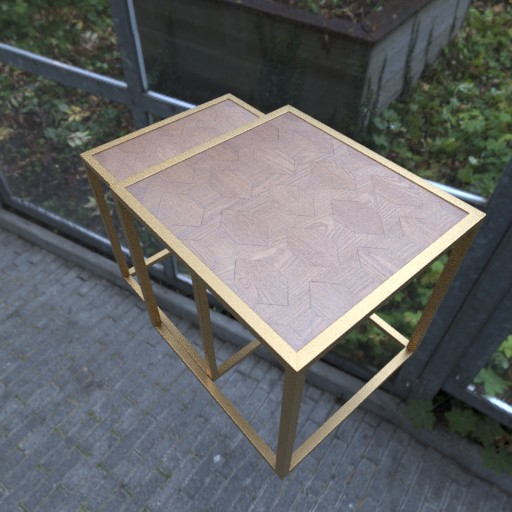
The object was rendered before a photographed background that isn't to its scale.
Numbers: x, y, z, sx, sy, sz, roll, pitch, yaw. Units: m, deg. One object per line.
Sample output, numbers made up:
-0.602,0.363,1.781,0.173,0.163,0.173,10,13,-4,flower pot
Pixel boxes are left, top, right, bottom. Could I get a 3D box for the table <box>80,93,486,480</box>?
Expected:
0.000,0.000,1.111,0.505,0.505,0.762,-33,55,-26,table
